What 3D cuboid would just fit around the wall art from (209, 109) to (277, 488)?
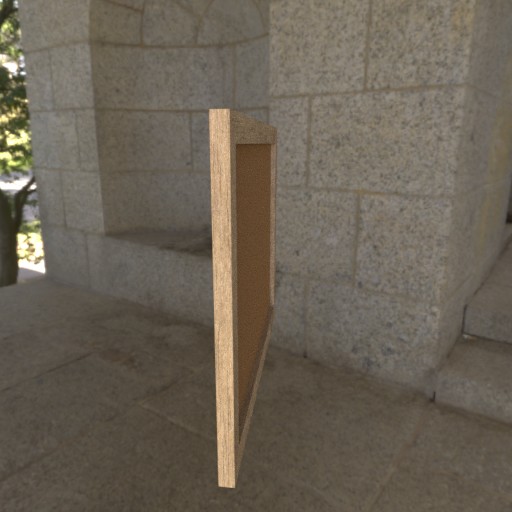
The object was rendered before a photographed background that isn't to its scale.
[{"bbox_3d":[0.000,0.000,0.924,0.026,0.535,0.690,2,14,7],"label":"wall art"}]
